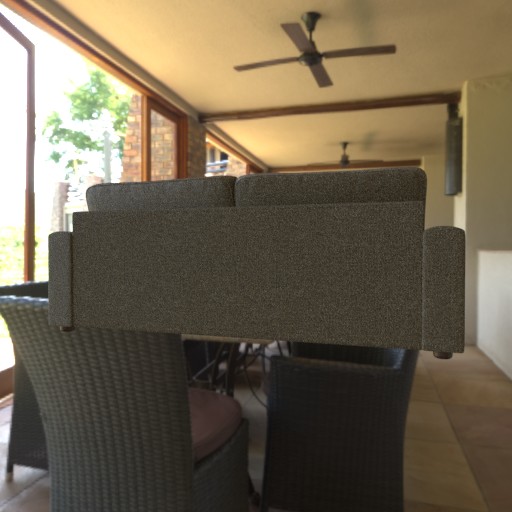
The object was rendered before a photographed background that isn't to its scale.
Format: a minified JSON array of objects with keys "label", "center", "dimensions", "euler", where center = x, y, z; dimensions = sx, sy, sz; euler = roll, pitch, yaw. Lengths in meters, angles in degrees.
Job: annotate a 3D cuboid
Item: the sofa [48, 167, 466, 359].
[{"label":"sofa","center":[0.000,0.000,2.669],"dimensions":[2.179,0.873,1.016],"euler":[0,1,18]}]
